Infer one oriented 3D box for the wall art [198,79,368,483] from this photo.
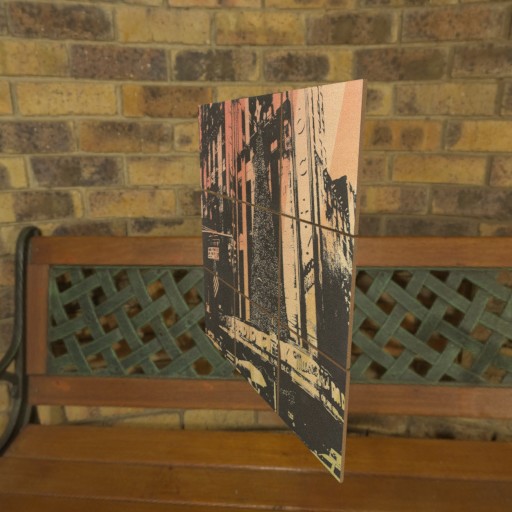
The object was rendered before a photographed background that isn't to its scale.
[{"bbox_3d":[0.000,0.000,1.350,0.010,0.917,0.919,-8,17,-26],"label":"wall art"}]
